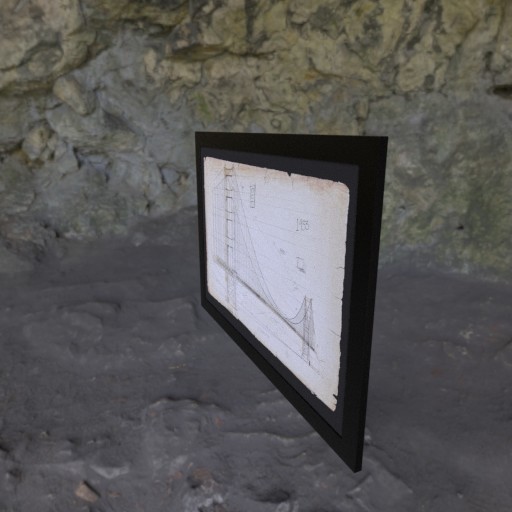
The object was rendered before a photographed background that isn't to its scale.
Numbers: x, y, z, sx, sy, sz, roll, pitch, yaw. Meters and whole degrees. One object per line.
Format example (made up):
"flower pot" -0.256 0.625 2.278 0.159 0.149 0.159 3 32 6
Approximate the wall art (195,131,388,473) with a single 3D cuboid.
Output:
"wall art" 0.000 0.000 0.835 0.013 0.447 0.660 -7 18 -24
